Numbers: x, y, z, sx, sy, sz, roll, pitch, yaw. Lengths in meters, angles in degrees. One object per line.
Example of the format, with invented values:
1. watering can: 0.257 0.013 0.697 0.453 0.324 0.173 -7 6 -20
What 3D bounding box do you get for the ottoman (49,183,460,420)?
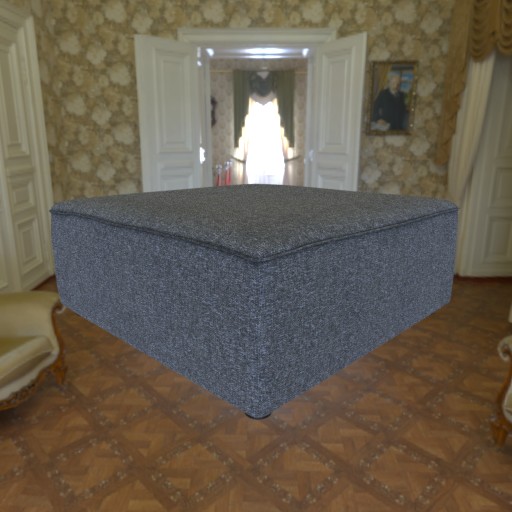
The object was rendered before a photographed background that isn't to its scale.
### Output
1. ottoman: 0.000 0.000 1.547 1.021 0.423 1.017 -14 20 -43
